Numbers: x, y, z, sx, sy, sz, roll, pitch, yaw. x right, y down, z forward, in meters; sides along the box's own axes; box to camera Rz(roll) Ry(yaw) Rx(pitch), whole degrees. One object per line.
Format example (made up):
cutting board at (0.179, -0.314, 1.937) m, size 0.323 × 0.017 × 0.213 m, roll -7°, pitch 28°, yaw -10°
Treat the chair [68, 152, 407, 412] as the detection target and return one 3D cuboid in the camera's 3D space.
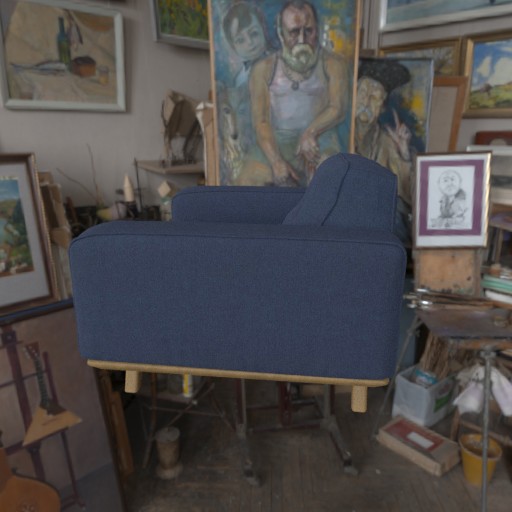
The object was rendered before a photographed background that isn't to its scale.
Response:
chair at (0.000, 0.000, 1.756) m, size 0.953 × 0.783 × 1.118 m, roll 2°, pitch 16°, yaw 8°
